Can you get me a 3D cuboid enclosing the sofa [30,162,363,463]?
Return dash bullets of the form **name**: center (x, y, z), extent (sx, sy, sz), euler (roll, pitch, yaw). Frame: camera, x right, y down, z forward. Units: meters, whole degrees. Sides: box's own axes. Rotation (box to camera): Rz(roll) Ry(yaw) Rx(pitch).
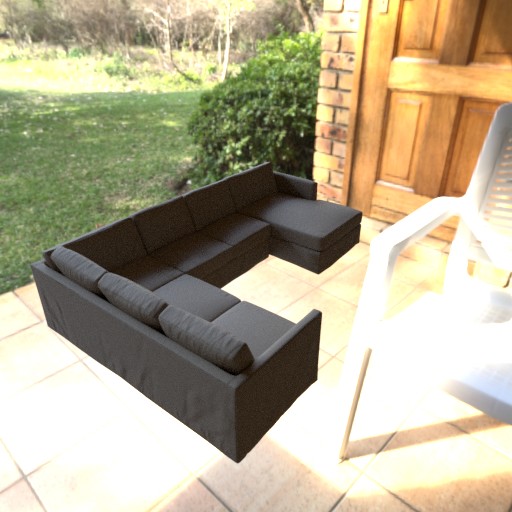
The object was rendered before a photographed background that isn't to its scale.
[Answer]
- **sofa**: center (0.000, 0.000, 4.588), extent (2.427, 0.882, 3.460), euler (21, 35, 33)
